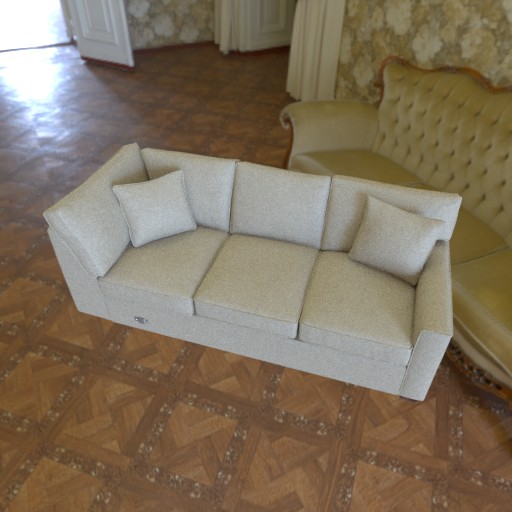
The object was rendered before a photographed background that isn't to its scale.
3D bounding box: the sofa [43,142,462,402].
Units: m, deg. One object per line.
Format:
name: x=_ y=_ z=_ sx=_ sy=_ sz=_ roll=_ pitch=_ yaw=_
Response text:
sofa: x=0.000 y=0.000 z=2.879 sx=2.323 sy=0.948 sz=1.053 roll=11 pitch=41 yaw=13
